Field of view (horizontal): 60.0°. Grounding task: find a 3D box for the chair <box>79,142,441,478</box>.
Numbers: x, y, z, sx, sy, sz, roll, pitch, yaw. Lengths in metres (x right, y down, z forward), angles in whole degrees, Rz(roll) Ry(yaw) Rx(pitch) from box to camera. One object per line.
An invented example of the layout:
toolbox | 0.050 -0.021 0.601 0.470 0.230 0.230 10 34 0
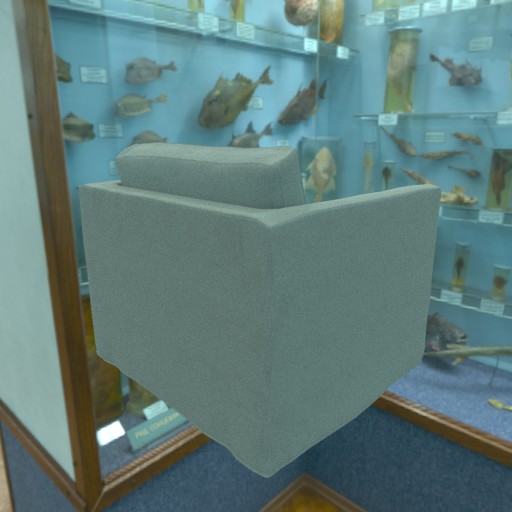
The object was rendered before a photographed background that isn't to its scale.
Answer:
chair | 0.000 0.000 1.730 0.949 0.863 1.057 -15 21 -43
